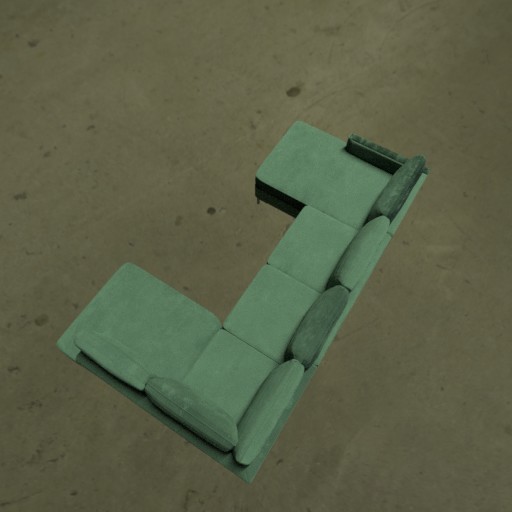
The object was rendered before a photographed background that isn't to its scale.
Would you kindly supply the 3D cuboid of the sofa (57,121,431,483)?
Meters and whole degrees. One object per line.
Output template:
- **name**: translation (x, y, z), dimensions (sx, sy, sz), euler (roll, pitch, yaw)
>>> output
- **sofa**: translation (0.000, 0.000, 4.315), dimensions (2.055, 0.992, 3.434), euler (30, 68, 14)
